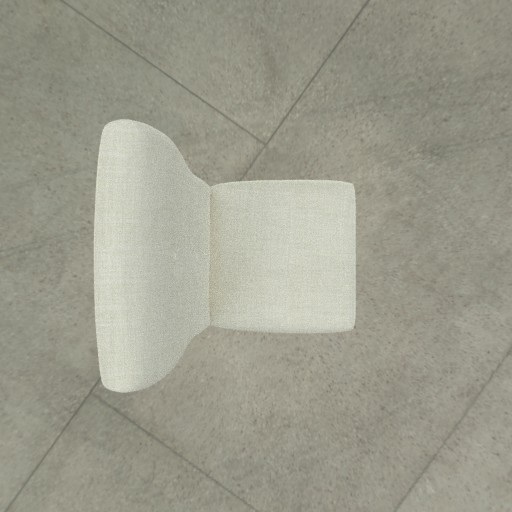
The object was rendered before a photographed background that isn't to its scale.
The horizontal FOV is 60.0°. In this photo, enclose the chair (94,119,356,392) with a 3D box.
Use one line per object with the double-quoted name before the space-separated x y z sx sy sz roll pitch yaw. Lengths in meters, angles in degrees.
"chair" 0.000 0.000 1.265 0.597 0.921 0.509 0 90 0
